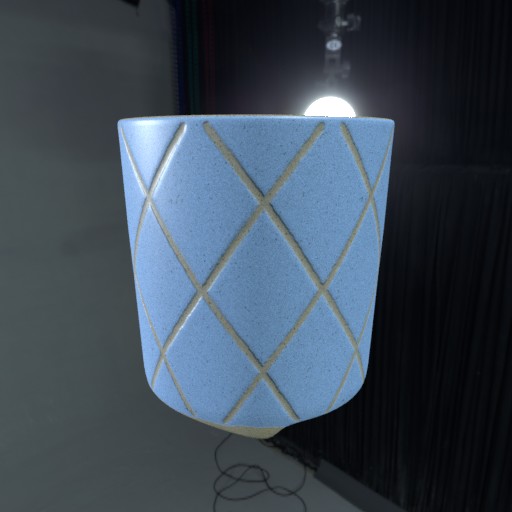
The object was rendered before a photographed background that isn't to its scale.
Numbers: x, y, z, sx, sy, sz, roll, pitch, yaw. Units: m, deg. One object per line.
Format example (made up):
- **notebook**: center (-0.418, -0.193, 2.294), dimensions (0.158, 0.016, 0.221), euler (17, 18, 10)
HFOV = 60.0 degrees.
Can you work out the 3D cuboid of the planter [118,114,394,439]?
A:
- **planter**: center (0.000, 0.000, 0.343), dimensions (0.191, 0.200, 0.191), euler (0, 15, 0)
